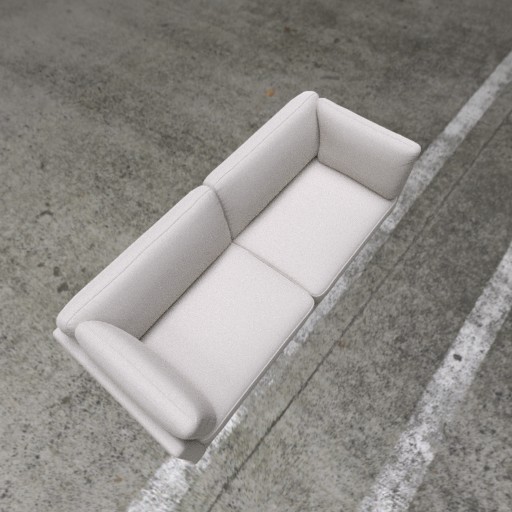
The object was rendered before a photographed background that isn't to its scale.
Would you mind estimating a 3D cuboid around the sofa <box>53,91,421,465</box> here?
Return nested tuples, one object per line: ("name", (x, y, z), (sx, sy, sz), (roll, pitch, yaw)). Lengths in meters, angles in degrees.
("sofa", (0.000, 0.000, 2.760), (0.957, 0.863, 2.301), (34, 64, 19))
